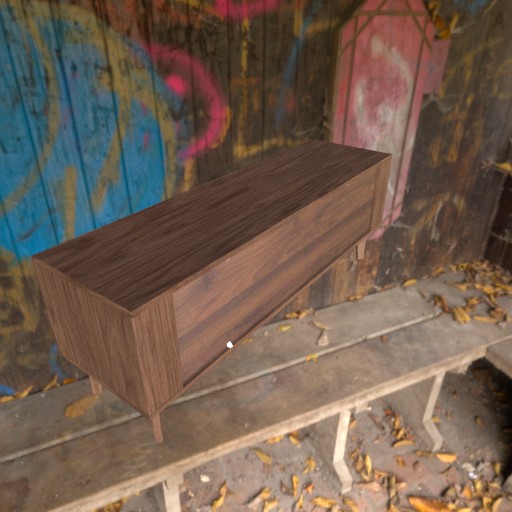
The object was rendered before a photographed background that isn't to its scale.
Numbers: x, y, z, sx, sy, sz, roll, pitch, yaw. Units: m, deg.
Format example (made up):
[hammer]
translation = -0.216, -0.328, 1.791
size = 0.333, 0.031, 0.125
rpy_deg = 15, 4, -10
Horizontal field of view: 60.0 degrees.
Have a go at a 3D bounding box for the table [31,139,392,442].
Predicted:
[table]
translation = 0.000, 0.000, 1.647
size = 0.405, 0.508, 1.397
rpy_deg = 21, 36, 32
